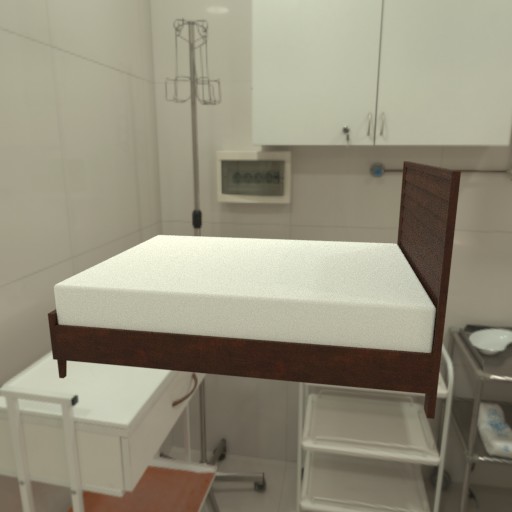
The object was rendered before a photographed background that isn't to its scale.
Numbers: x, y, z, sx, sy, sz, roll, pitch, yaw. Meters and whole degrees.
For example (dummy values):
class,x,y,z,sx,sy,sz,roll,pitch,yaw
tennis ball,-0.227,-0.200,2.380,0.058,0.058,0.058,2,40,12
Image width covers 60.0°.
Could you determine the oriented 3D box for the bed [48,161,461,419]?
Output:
class,x,y,z,sx,sy,sz,roll,pitch,yaw
bed,0.000,0.000,3.117,2.184,1.270,1.600,2,14,10
